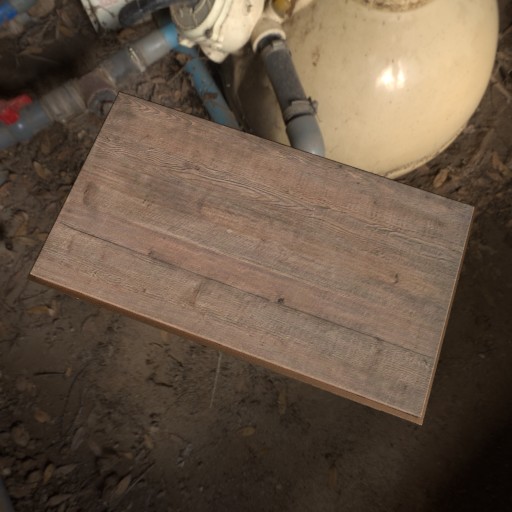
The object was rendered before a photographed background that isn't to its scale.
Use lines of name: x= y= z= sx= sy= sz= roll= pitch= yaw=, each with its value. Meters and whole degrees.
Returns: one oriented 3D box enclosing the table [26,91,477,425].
table: x=0.000 y=0.000 z=1.732 sx=1.387 sy=0.468 sz=0.775 roll=19 pitch=77 yaw=5
